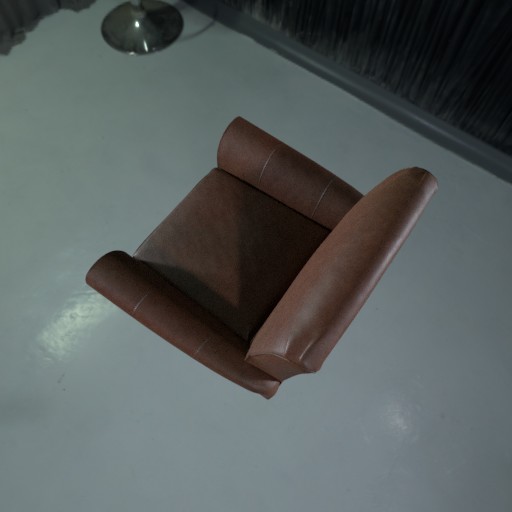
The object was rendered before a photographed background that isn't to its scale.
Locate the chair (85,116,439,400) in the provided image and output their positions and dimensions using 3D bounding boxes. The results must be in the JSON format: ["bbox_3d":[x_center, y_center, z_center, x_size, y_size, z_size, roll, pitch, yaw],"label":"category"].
[{"bbox_3d":[0.000,0.000,1.776,0.902,1.061,0.978,33,69,15],"label":"chair"}]
